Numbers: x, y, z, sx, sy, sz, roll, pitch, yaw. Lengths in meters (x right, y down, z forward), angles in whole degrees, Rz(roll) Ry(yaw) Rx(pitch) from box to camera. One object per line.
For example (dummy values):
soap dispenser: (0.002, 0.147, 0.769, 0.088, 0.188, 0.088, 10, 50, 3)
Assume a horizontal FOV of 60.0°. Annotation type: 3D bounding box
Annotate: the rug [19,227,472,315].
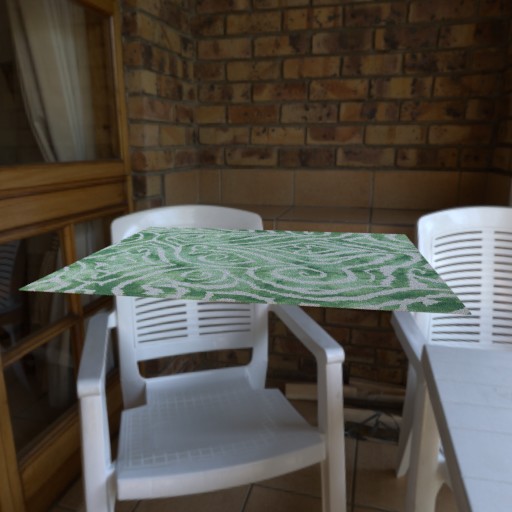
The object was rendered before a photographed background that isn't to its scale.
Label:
rug: (0.000, 0.000, 4.097, 3.045, 0.007, 2.436, 2, 15, 9)
